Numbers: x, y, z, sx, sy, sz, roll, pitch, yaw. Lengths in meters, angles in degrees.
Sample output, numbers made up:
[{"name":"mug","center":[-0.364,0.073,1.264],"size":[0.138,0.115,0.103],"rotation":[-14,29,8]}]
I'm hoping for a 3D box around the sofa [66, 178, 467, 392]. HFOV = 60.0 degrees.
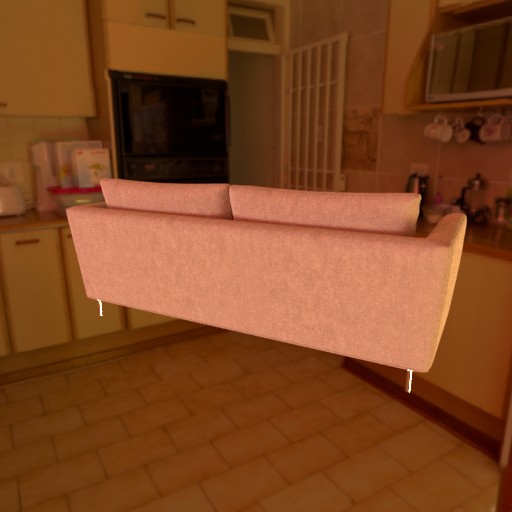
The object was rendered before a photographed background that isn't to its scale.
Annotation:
[{"name":"sofa","center":[0.000,0.000,2.554],"size":[2.121,0.864,0.889],"rotation":[8,16,27]}]
